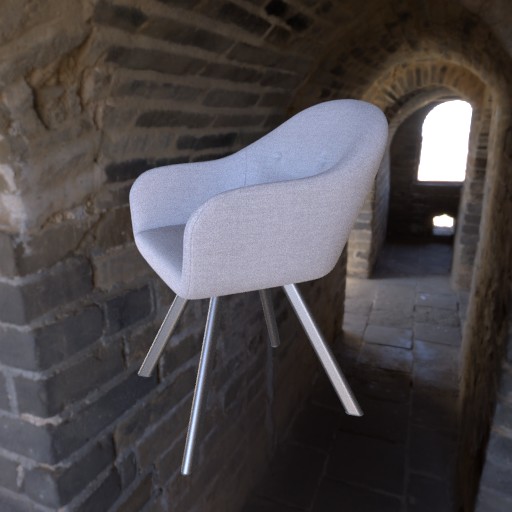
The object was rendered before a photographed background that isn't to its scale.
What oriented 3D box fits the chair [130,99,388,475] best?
[{"bbox_3d":[0.000,0.000,1.150,0.570,0.780,0.540,-8,18,-25],"label":"chair"}]
